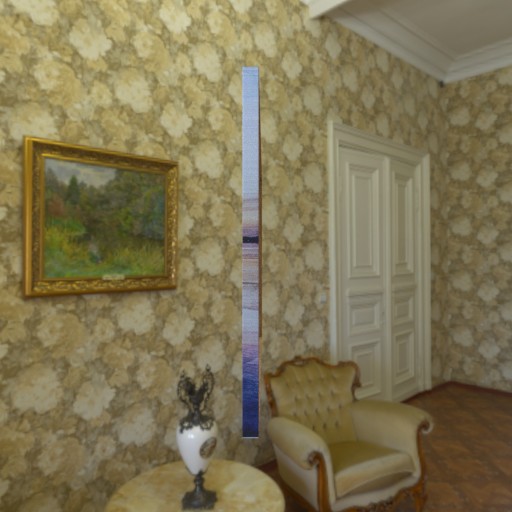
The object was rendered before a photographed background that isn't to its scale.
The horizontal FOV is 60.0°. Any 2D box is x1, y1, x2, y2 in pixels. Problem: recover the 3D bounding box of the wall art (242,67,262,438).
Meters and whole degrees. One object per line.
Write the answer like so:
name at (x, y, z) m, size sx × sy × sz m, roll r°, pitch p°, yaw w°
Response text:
wall art at (0.000, 0.000, 1.470) m, size 0.034 × 0.756 × 1.137 m, roll 0°, pitch -1°, yaw 1°
